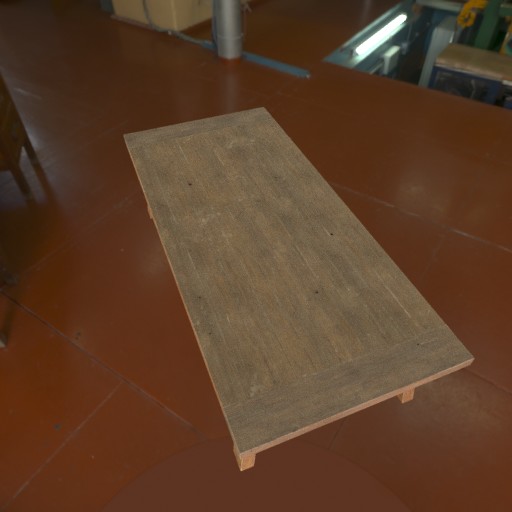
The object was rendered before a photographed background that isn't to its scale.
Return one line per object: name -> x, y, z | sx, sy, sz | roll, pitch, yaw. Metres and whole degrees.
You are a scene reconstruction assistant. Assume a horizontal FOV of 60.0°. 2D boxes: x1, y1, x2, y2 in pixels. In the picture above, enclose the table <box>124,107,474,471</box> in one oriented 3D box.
table -> 0.000, 0.000, 2.088 | 0.820, 0.465, 1.800 | -16, 49, -15
